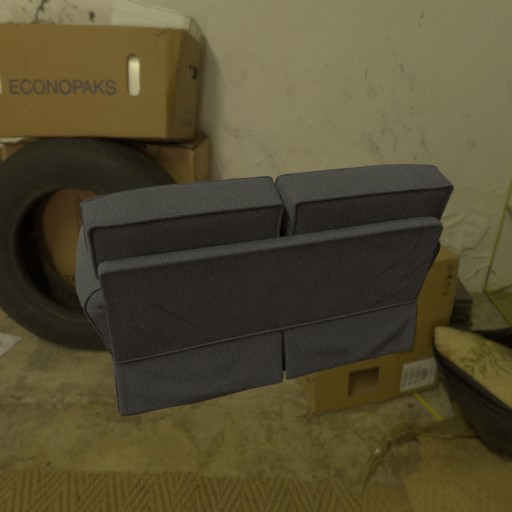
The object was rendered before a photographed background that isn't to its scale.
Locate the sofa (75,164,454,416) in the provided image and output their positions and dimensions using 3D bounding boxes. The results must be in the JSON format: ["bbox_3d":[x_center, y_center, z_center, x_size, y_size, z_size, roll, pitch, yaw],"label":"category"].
[{"bbox_3d":[0.000,0.000,2.402,1.801,1.059,0.997,-8,27,-17],"label":"sofa"}]
